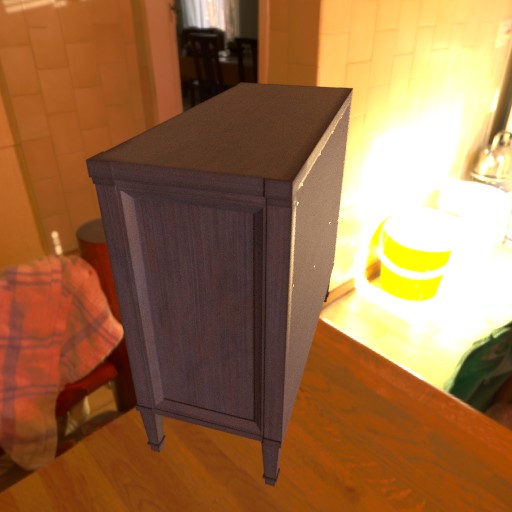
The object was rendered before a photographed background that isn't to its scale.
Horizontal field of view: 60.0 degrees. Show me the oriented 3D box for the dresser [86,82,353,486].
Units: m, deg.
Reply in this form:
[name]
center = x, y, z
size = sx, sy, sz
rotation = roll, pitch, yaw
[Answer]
[dresser]
center = 0.000, 0.000, 1.574
size = 0.463, 0.986, 1.049
rotation = 9, 31, 15
